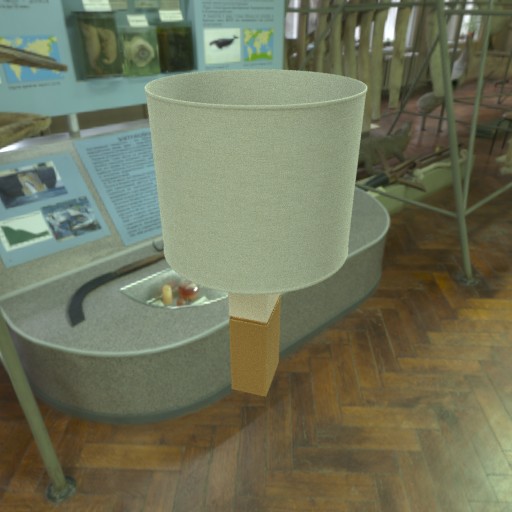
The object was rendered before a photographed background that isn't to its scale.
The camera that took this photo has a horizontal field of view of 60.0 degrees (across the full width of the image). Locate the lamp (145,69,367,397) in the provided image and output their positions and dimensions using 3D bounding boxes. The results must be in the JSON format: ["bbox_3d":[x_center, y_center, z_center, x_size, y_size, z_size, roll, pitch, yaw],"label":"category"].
[{"bbox_3d":[0.000,0.000,0.569,0.229,0.417,0.229,9,31,15],"label":"lamp"}]
